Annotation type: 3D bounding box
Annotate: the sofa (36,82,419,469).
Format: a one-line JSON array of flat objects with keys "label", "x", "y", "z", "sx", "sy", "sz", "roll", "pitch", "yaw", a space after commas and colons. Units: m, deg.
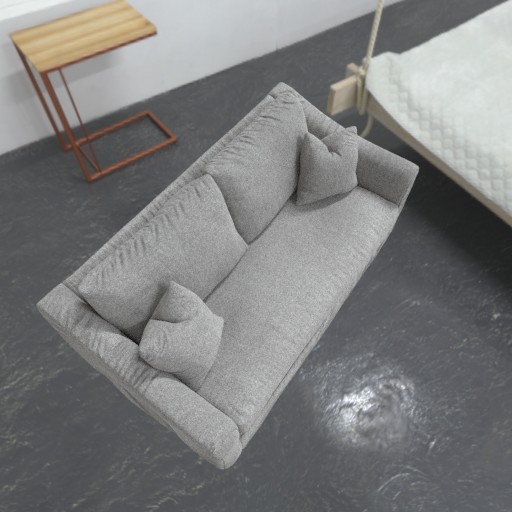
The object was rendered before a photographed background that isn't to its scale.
[{"label": "sofa", "x": 0.000, "y": 0.000, "z": 2.570, "sx": 1.072, "sy": 1.018, "sz": 2.010, "roll": 31, "pitch": 62, "yaw": 18}]
